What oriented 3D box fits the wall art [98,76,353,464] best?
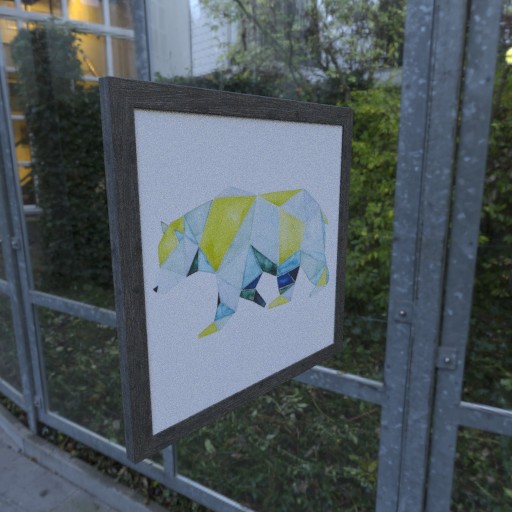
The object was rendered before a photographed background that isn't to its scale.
[{"bbox_3d":[0.000,0.000,0.676,0.027,0.459,0.462,12,18,43],"label":"wall art"}]
